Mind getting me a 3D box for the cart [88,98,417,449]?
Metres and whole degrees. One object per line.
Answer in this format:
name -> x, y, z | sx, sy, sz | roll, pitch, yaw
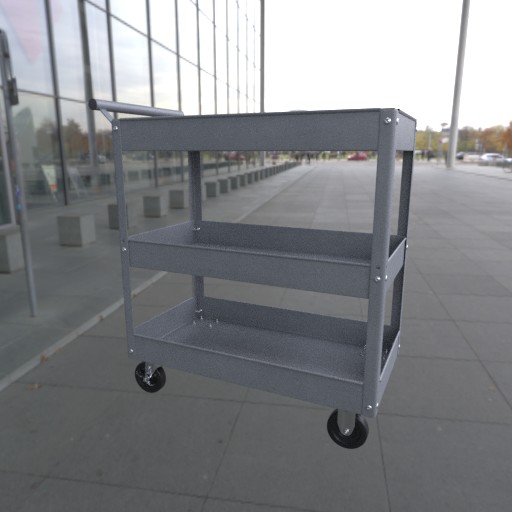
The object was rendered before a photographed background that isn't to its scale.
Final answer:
cart -> 0.000, 0.000, 1.162 | 0.719, 0.780, 0.366 | 6, 15, 25
